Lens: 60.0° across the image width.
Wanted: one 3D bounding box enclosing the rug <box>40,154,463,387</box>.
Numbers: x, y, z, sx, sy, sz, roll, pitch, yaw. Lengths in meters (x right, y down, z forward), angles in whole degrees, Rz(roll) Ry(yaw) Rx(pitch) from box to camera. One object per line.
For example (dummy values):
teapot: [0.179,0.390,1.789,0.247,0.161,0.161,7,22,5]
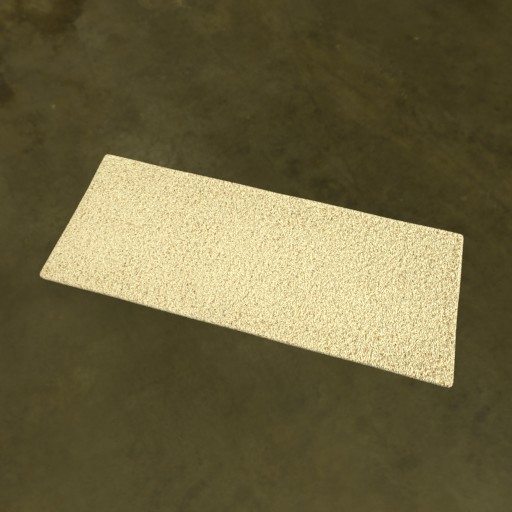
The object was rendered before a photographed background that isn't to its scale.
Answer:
rug: [0.000,0.000,1.706,1.524,0.030,0.609,14,63,7]
